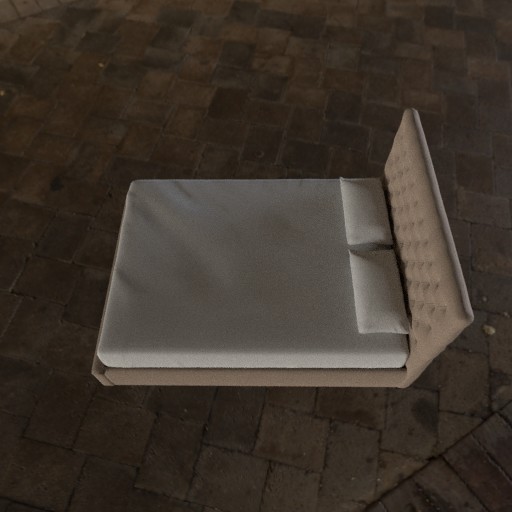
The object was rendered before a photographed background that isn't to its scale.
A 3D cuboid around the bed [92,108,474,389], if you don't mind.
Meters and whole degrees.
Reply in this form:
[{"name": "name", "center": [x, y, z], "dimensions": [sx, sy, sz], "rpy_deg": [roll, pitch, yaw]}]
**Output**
[{"name": "bed", "center": [0.000, 0.000, 3.393], "dimensions": [2.387, 1.427, 1.698], "rpy_deg": [0, 58, 0]}]
